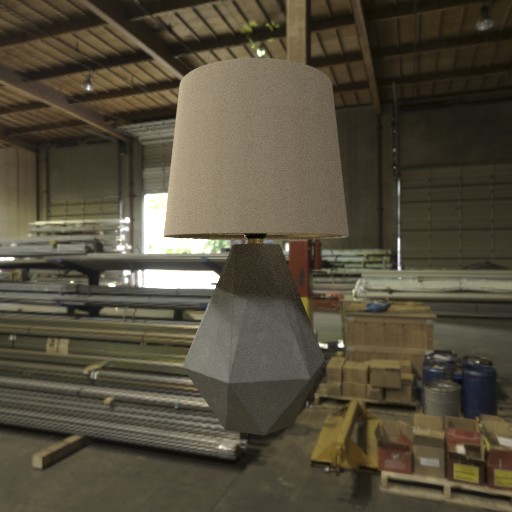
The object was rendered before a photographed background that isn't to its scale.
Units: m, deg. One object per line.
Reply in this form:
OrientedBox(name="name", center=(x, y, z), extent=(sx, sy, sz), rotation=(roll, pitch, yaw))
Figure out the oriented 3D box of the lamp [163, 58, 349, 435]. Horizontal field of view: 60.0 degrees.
OrientedBox(name="lamp", center=(0.000, 0.000, 0.674), extent=(0.276, 0.501, 0.276), rotation=(0, 0, 0))
